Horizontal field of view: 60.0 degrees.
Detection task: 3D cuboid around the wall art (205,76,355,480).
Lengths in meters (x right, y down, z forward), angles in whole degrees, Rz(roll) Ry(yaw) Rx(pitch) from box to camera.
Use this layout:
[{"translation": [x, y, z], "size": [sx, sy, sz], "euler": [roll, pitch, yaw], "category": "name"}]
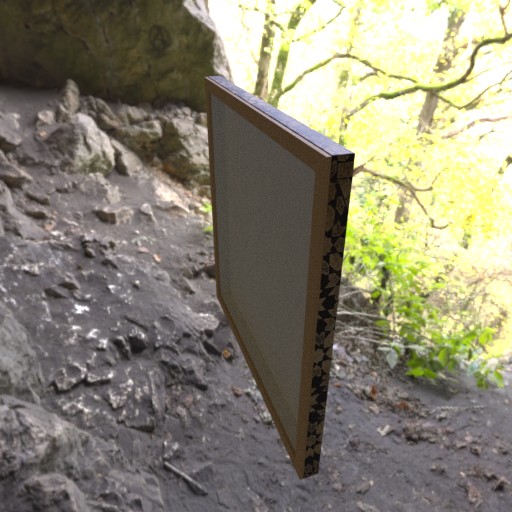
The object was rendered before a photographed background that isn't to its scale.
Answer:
[{"translation": [0.000, 0.000, 0.916], "size": [0.038, 0.612, 0.612], "euler": [-10, 32, -16], "category": "wall art"}]
